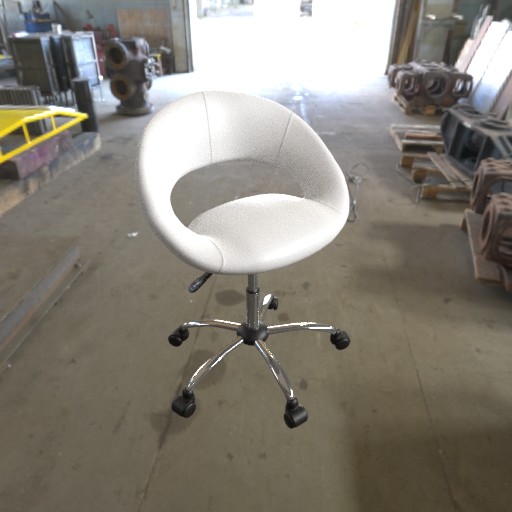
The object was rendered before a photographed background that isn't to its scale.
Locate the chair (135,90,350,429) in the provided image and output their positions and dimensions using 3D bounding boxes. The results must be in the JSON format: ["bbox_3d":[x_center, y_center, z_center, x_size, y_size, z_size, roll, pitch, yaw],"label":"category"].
[{"bbox_3d":[0.000,0.000,1.206,0.612,0.791,0.538,-22,37,-33],"label":"chair"}]
